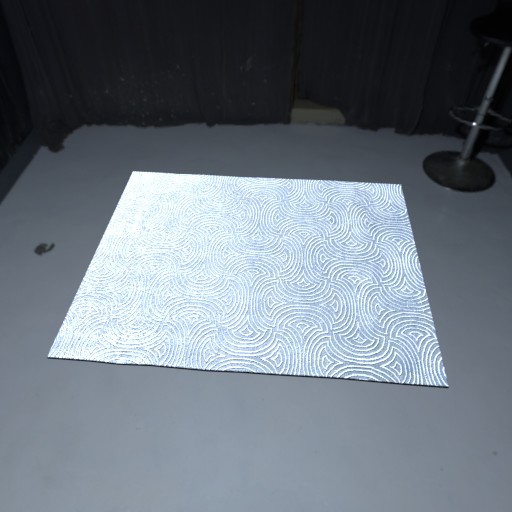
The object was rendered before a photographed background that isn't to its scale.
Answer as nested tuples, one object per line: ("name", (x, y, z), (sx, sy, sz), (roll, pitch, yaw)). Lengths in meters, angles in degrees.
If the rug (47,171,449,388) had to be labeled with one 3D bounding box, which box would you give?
("rug", (0.000, 0.000, 4.177), (3.042, 0.021, 2.456), (3, 46, 3))
